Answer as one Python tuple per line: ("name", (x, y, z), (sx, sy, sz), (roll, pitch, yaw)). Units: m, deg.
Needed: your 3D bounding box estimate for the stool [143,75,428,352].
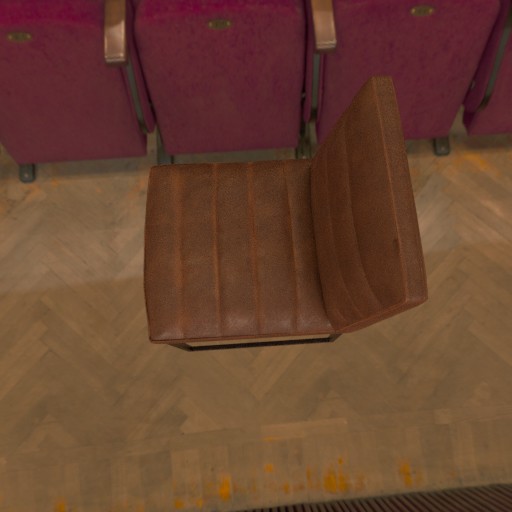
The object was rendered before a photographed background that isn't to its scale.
("stool", (0.000, 0.000, 1.220), (0.562, 0.942, 0.463), (-4, 75, -1))
